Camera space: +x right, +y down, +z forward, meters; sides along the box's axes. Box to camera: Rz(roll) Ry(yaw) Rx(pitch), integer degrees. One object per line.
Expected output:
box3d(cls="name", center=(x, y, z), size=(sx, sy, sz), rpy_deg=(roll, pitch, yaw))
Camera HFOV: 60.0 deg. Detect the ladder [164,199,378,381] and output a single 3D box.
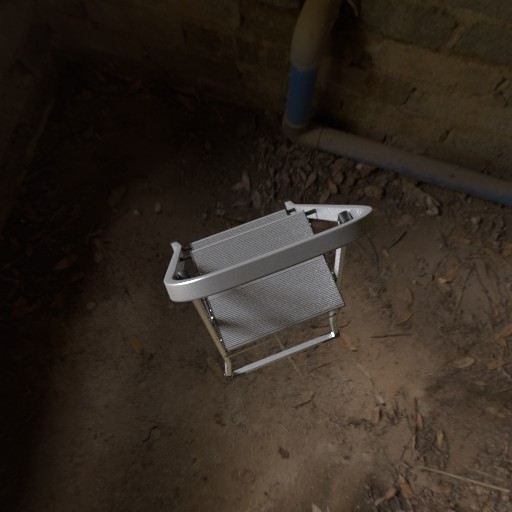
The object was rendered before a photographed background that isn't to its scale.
box3d(cls="ladder", center=(0.000, 0.000, 1.155), size=(0.465, 0.830, 0.530), rpy_deg=(-20, 76, -5))
